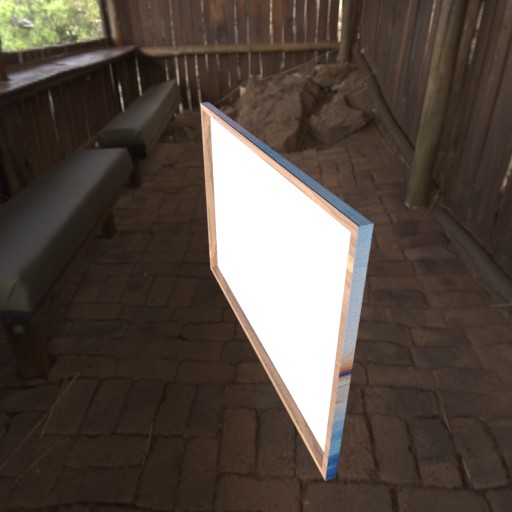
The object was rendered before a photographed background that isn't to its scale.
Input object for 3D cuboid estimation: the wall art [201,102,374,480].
[{"bbox_3d":[0.000,0.000,1.452,0.034,0.756,1.137,-11,32,-18],"label":"wall art"}]
